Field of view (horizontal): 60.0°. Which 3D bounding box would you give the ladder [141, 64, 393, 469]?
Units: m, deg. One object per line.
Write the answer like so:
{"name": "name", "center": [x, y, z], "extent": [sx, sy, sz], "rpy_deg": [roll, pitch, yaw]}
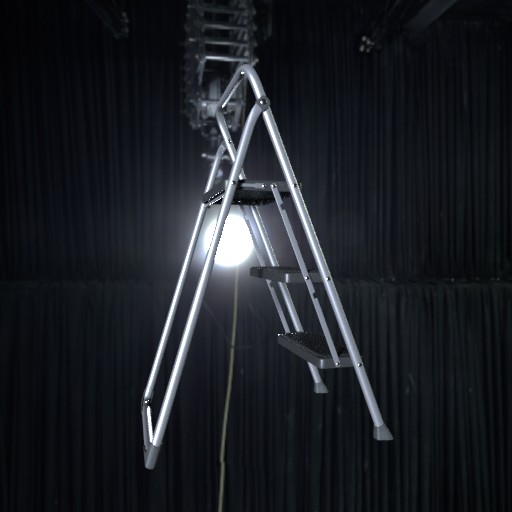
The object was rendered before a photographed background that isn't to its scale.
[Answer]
{"name": "ladder", "center": [0.000, 0.000, 1.261], "extent": [0.629, 0.945, 0.430], "rpy_deg": [0, 1, -16]}
